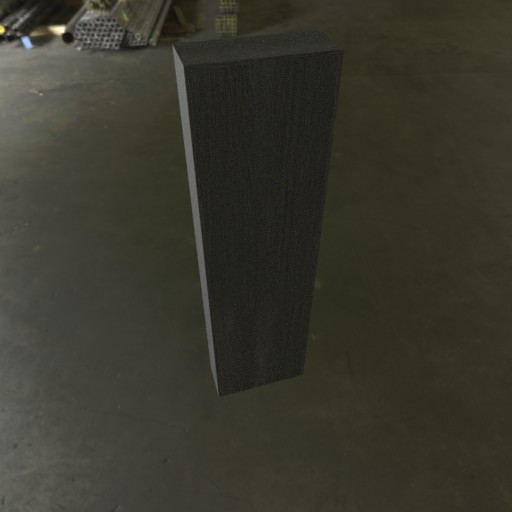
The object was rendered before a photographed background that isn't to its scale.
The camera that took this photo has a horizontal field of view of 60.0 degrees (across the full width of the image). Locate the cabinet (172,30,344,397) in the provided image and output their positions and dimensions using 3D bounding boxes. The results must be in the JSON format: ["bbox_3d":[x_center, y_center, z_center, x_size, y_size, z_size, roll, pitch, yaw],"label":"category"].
[{"bbox_3d":[0.000,0.000,1.997,0.500,1.790,0.230,-11,43,-12],"label":"cabinet"}]
